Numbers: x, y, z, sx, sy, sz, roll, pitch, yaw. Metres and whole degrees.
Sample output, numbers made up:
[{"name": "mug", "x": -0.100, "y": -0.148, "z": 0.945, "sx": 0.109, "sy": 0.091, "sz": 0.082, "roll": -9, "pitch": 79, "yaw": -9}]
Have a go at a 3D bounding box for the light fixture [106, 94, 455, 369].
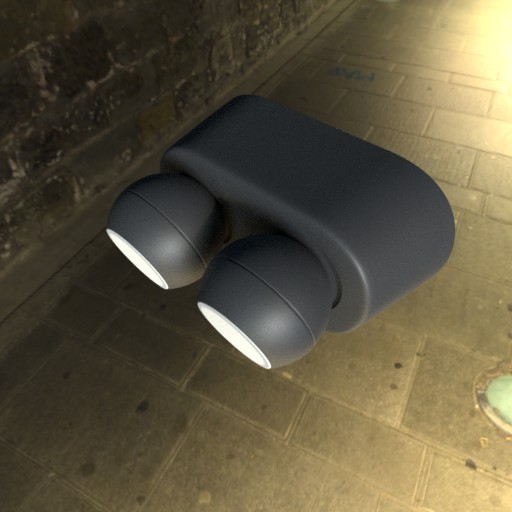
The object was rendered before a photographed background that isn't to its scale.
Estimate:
[{"name": "light fixture", "x": 0.000, "y": 0.000, "z": 0.340, "sx": 0.229, "sy": 0.159, "sz": 0.159, "roll": 33, "pitch": 55, "yaw": 28}]
